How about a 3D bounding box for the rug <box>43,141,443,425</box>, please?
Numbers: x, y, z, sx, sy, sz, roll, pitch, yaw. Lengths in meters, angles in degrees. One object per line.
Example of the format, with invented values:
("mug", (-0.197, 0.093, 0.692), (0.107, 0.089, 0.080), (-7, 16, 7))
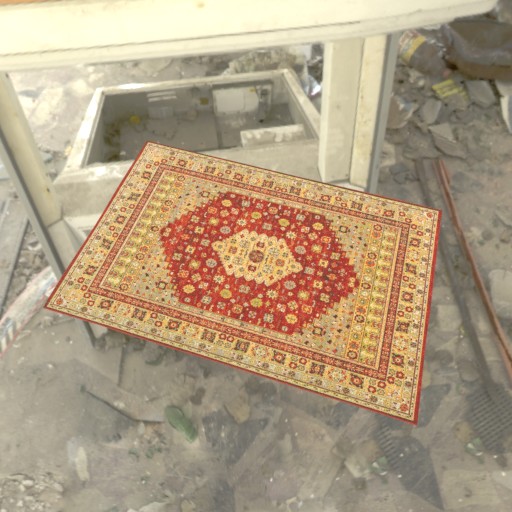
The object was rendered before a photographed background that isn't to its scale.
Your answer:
("rug", (0.000, 0.000, 2.310), (1.802, 0.013, 1.194), (15, 59, 9))
